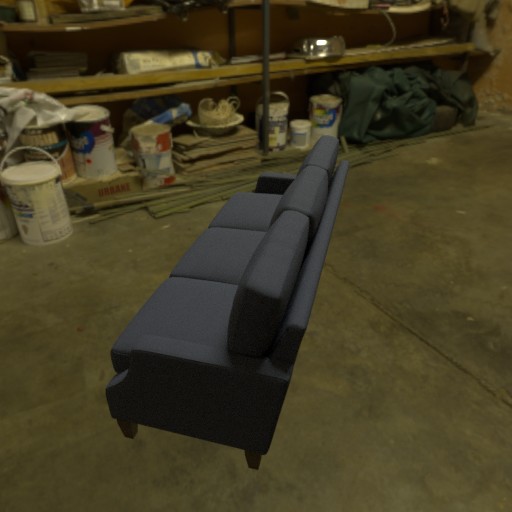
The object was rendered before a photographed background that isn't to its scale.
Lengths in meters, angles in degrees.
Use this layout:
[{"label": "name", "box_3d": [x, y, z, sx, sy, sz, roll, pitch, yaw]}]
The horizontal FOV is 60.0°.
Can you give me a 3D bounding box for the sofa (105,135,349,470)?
[{"label": "sofa", "box_3d": [0.000, 0.000, 2.651, 0.888, 0.984, 2.115, 8, 32, 13]}]
